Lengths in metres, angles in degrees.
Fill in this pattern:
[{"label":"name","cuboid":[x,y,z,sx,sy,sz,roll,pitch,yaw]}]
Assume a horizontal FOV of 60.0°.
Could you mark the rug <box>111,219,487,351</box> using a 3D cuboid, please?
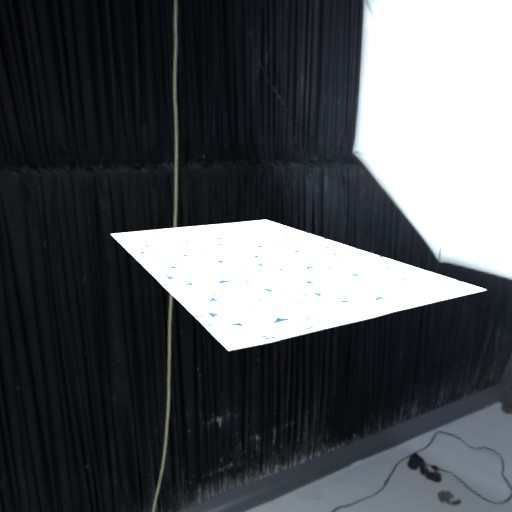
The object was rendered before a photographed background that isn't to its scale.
[{"label":"rug","cuboid":[0.000,0.000,3.068,1.512,0.009,2.457,-8,16,-27]}]
